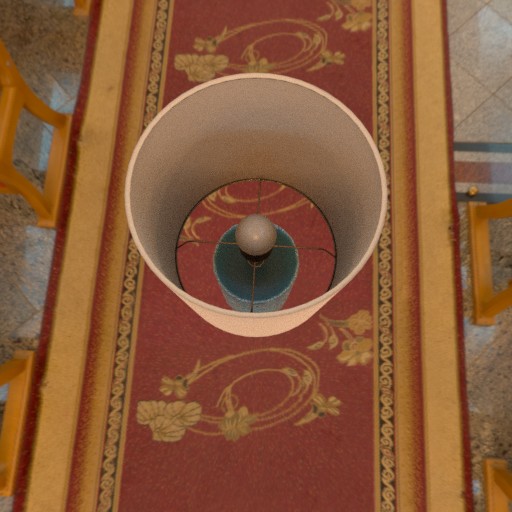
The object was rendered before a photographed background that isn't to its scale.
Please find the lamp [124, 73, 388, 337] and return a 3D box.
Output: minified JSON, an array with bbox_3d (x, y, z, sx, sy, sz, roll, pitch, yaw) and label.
[{"bbox_3d":[0.000,0.000,0.759,0.278,0.597,0.278,3,76,1],"label":"lamp"}]
